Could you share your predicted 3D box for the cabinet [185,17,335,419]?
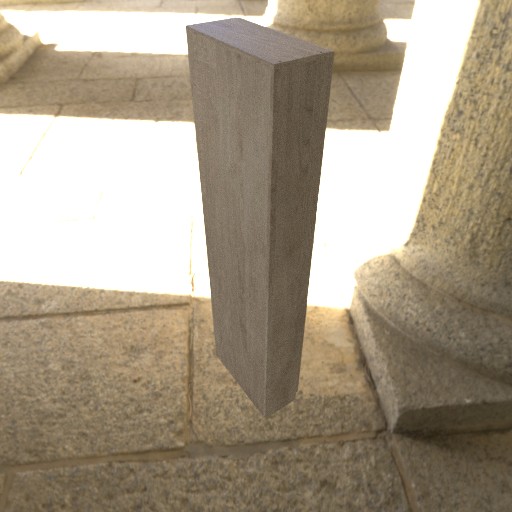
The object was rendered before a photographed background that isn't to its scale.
[{"bbox_3d":[0.000,0.000,1.957,0.230,1.790,0.500,-24,46,-26],"label":"cabinet"}]
